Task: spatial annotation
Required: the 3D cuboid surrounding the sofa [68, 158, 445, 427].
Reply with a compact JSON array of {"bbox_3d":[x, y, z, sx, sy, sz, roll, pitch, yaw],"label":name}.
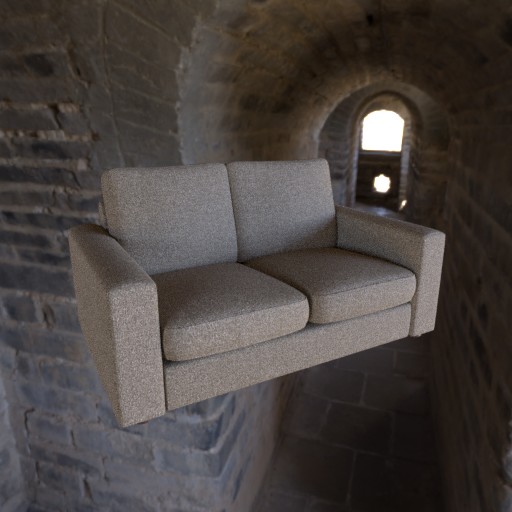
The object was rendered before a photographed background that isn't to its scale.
[{"bbox_3d":[0.000,0.000,2.210,1.616,0.873,1.016,-9,19,-27],"label":"sofa"}]
